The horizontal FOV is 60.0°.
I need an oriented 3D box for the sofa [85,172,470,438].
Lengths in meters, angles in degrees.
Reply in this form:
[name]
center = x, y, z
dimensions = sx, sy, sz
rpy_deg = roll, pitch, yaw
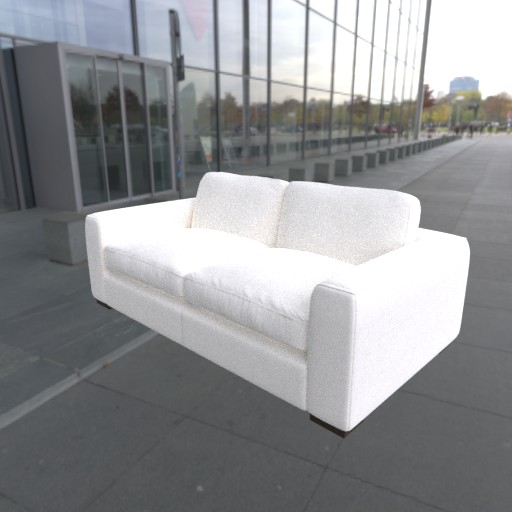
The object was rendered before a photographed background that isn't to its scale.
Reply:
[sofa]
center = 0.000, 0.000, 2.457
dimensions = 1.920, 0.801, 1.069
rpy_deg = 15, 22, 41
